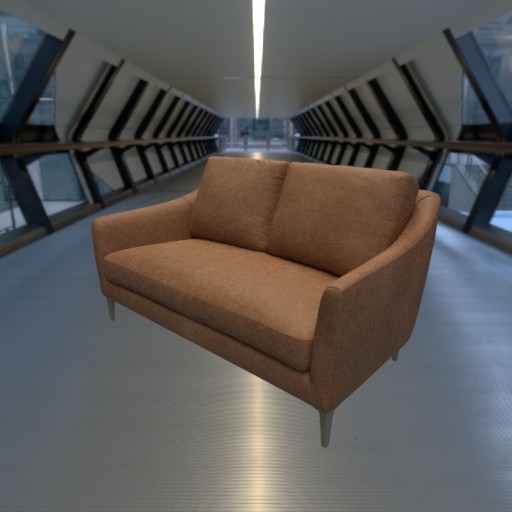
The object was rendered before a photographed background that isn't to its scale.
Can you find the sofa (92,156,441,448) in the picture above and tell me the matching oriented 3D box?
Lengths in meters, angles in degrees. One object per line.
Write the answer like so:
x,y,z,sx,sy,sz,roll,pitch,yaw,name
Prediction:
0.000,0.000,2.212,1.619,0.902,0.960,15,22,42,sofa
